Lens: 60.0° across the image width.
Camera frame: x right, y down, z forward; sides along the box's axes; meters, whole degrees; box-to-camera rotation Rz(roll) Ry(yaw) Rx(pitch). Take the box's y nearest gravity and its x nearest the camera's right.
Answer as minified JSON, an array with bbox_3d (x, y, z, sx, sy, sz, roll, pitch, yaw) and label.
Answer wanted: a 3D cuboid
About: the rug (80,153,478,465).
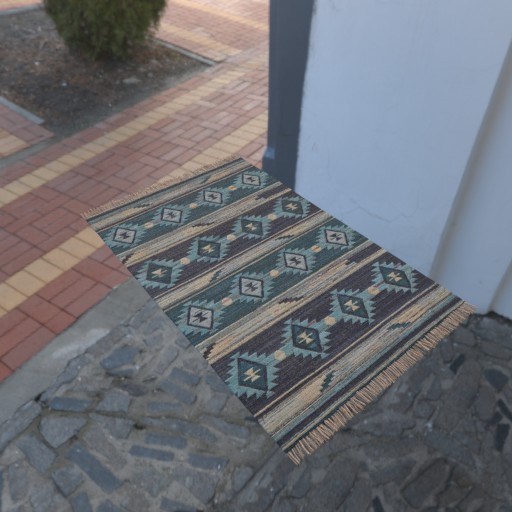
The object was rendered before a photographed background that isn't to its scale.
[{"bbox_3d":[0.000,0.000,2.401,1.181,0.028,1.936,-28,49,-28],"label":"rug"}]
